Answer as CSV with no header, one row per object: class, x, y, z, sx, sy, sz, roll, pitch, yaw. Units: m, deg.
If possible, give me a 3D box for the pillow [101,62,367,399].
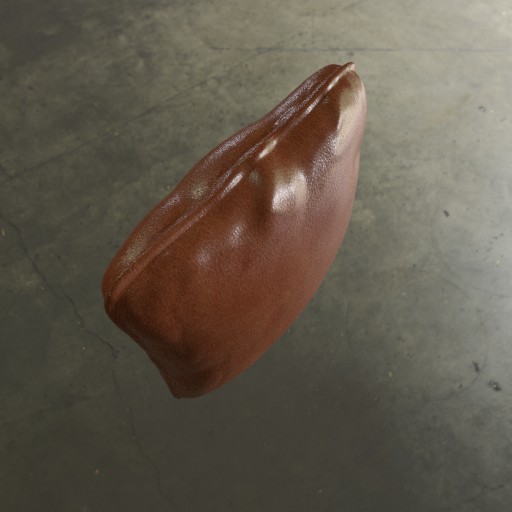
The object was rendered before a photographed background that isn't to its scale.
pillow,0.000,0.000,0.796,0.236,0.523,0.532,34,65,18
